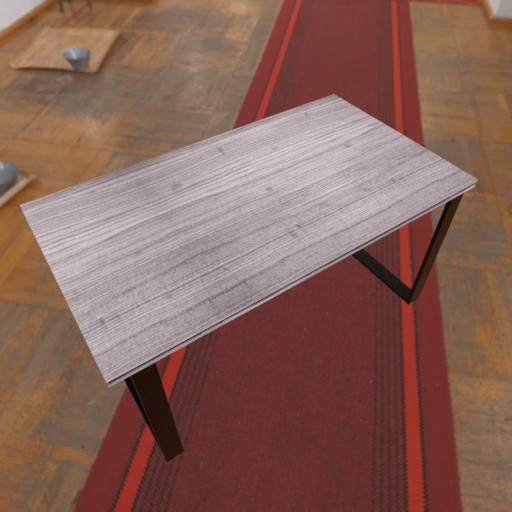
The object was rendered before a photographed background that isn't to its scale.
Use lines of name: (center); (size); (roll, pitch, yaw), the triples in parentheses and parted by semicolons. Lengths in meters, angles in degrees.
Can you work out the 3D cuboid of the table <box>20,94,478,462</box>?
table: (0.000, 0.000, 2.010); (1.579, 0.736, 0.881); (-26, 52, -23)
